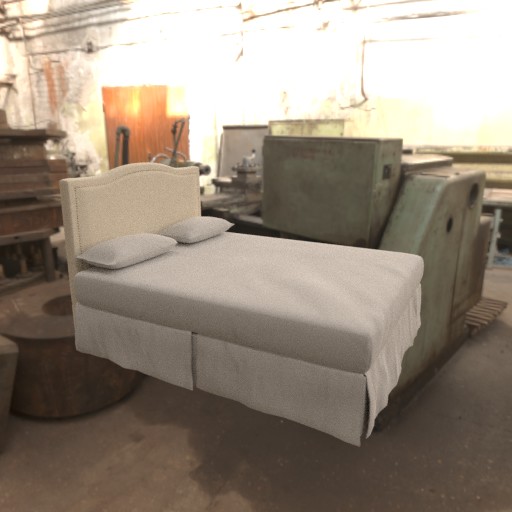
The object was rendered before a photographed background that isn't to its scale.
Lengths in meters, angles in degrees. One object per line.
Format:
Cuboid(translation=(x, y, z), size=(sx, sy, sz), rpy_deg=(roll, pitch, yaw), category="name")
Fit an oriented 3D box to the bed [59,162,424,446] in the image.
Cuboid(translation=(0.000, 0.000, 3.644), size=(2.477, 1.437, 1.977), rpy_deg=(8, 17, 27), category="bed")
